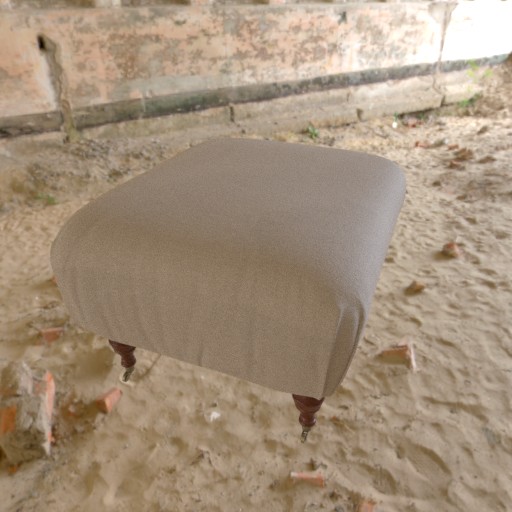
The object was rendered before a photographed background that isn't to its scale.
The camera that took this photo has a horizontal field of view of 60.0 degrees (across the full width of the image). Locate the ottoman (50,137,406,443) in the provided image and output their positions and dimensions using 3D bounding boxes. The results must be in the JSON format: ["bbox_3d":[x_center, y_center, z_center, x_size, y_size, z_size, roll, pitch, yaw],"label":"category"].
[{"bbox_3d":[0.000,0.000,1.097,0.622,0.450,0.746,12,32,19],"label":"ottoman"}]
